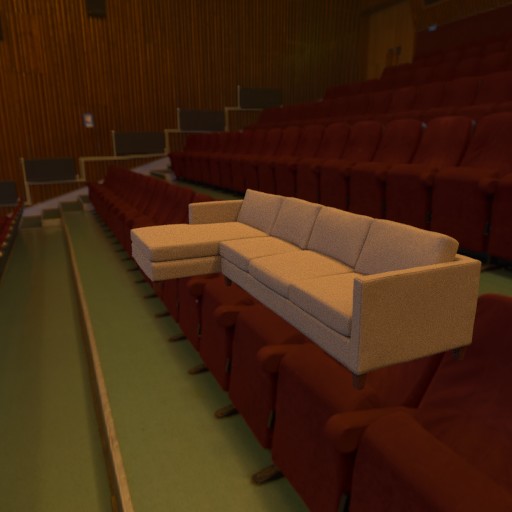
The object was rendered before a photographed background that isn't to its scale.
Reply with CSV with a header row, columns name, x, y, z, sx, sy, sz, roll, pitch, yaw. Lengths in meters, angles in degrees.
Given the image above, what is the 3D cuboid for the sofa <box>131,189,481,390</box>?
name,x,y,z,sx,sy,sz,roll,pitch,yaw
sofa,0.000,0.000,3.864,1.625,0.846,3.186,-7,17,-24
